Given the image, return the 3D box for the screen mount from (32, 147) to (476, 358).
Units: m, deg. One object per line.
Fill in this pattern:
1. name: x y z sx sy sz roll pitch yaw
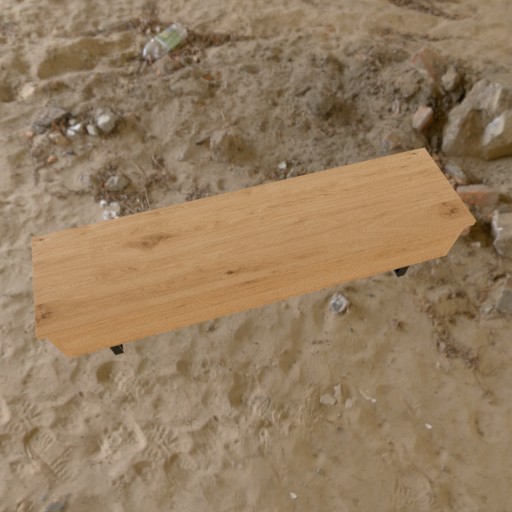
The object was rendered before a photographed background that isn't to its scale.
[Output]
1. screen mount: 0.000 0.000 1.932 1.700 0.430 0.450 -14 59 -9
